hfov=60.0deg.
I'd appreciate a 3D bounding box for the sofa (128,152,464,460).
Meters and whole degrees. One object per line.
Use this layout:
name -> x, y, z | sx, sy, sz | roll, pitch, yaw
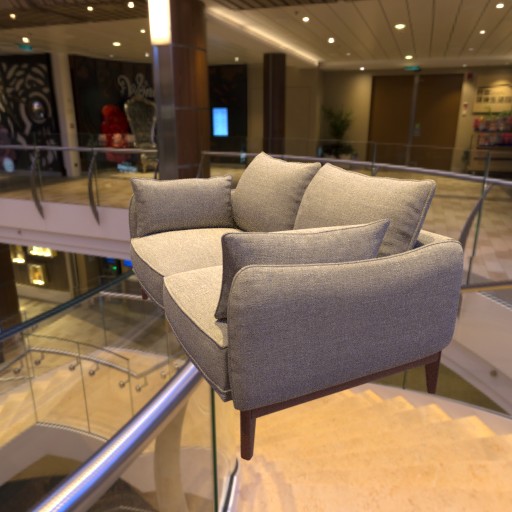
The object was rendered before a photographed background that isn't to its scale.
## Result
sofa -> 0.000, 0.000, 2.095 | 0.972, 0.851, 1.580 | -8, 19, -25
